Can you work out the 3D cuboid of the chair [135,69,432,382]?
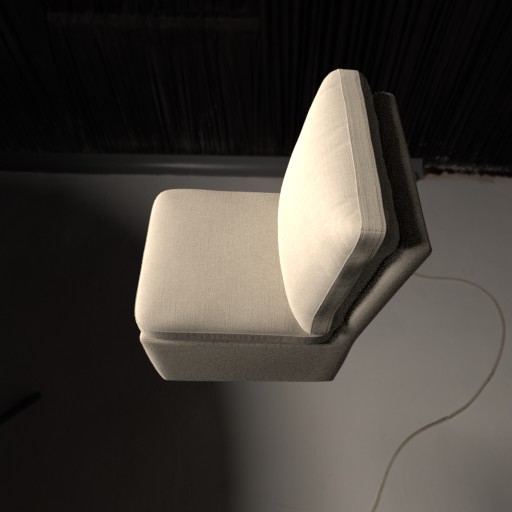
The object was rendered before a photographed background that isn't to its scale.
[{"bbox_3d":[0.000,0.000,1.310,0.698,0.927,0.503,0,58,0],"label":"chair"}]
